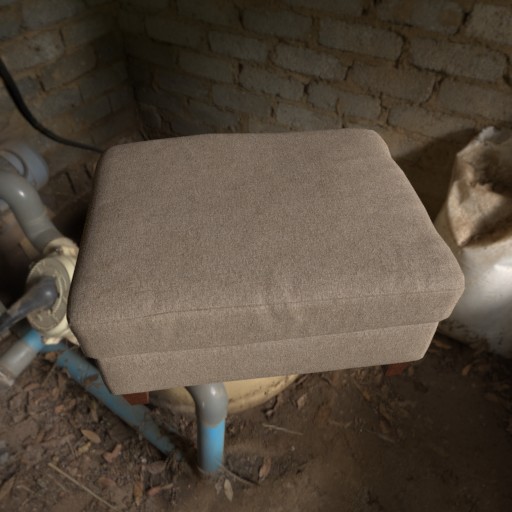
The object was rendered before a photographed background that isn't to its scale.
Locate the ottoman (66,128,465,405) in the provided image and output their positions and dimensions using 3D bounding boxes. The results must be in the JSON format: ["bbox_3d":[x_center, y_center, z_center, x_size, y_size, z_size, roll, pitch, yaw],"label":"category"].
[{"bbox_3d":[0.000,0.000,1.309,0.889,0.511,0.692,-5,46,-5],"label":"ottoman"}]
